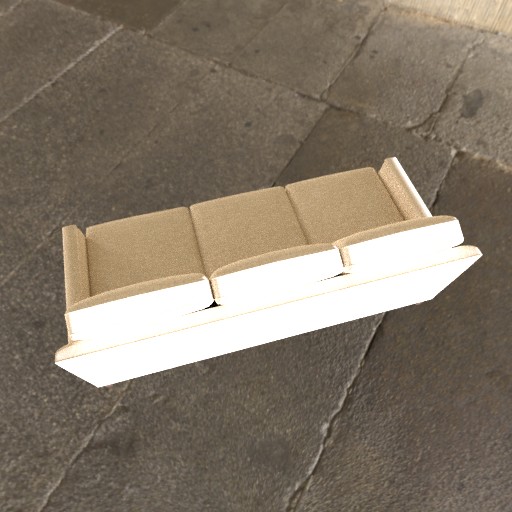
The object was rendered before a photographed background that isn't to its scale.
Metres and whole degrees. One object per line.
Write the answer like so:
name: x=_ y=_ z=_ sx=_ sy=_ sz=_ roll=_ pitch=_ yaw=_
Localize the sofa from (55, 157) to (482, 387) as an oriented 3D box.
sofa: x=0.000 y=0.000 z=2.739 sx=2.210 sy=0.940 sz=1.041 roll=-13 pitch=58 yaw=-8
